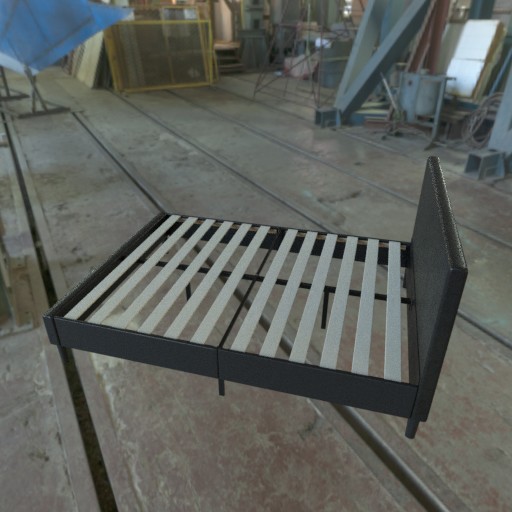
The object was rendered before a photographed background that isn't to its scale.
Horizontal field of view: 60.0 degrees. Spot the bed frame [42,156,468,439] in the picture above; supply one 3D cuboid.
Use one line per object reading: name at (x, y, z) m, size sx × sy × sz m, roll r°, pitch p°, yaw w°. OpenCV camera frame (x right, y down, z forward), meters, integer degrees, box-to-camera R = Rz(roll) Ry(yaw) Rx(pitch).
bed frame at (0.000, 0.000, 3.093) m, size 2.318 × 1.127 × 1.634 m, roll 8°, pitch 31°, yaw 13°
